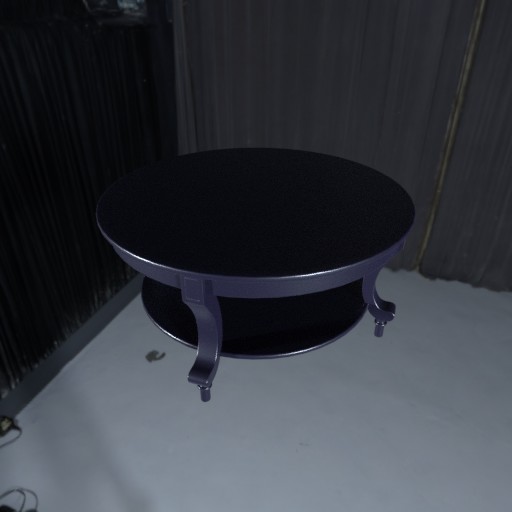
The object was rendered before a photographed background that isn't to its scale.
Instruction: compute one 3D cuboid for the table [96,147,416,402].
[{"bbox_3d":[0.000,0.000,1.611,1.029,0.491,1.029,0,31,0],"label":"table"}]
